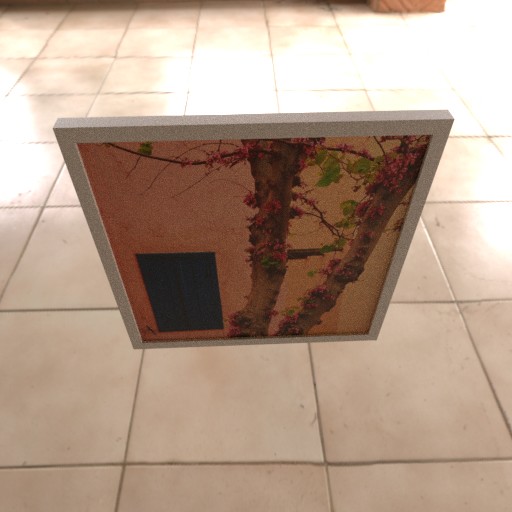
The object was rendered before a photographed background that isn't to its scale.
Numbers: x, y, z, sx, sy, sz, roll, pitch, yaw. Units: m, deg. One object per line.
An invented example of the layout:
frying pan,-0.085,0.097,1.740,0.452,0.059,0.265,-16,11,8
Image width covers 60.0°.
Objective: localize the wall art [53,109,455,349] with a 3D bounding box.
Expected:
wall art,0.000,0.000,1.126,0.762,0.762,0.038,-2,46,-2
